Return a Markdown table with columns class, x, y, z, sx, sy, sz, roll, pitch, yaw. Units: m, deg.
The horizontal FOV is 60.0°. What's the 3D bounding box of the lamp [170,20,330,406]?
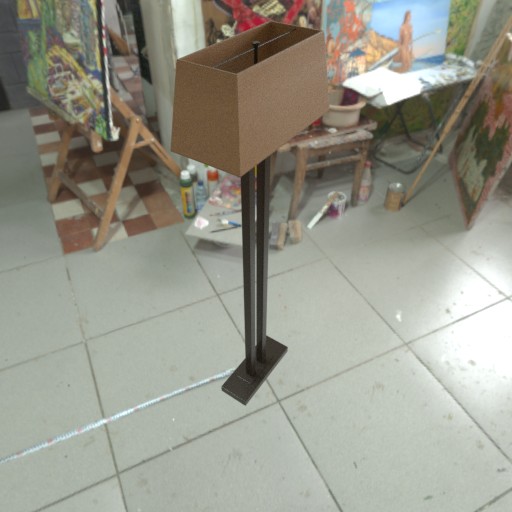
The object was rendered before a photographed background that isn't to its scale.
| class | x | y | z | sx | sy | sz | roll | pitch | yaw |
| --- | --- | --- | --- | --- | --- | --- | --- | --- | --- |
| lamp | 0.000 | 0.000 | 1.622 | 0.233 | 1.469 | 0.475 | 25 | 48 | 25 |
